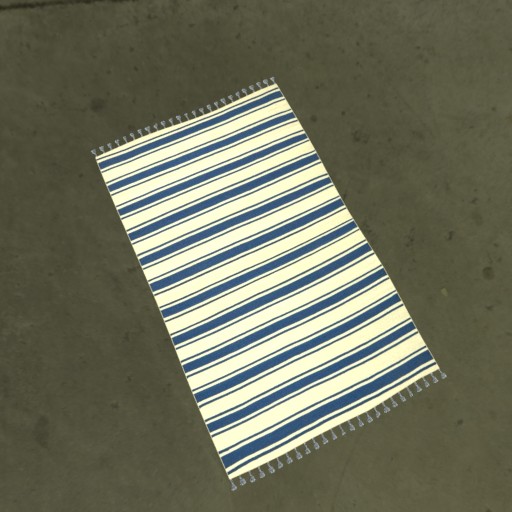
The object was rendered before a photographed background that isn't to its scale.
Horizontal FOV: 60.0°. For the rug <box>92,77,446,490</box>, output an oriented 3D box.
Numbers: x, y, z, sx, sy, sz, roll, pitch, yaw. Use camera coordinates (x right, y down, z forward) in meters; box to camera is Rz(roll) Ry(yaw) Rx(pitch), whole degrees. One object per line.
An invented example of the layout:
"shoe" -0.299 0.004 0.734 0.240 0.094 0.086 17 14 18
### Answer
"rug" 0.000 0.000 2.526 1.248 0.009 2.108 -25 75 -7
